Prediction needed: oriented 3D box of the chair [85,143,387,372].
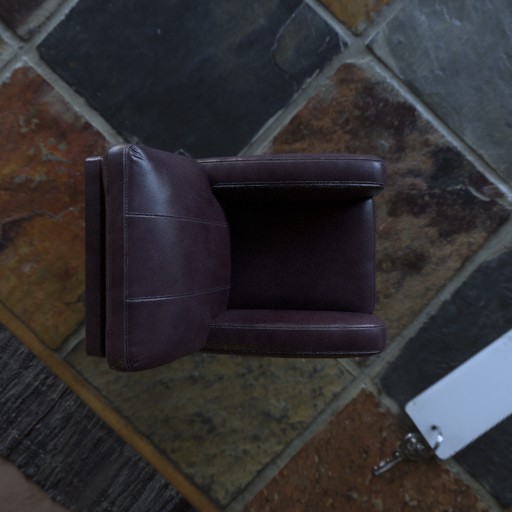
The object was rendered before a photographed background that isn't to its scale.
[{"bbox_3d":[0.000,0.000,1.696,0.990,0.990,0.762,0,91,2],"label":"chair"}]
